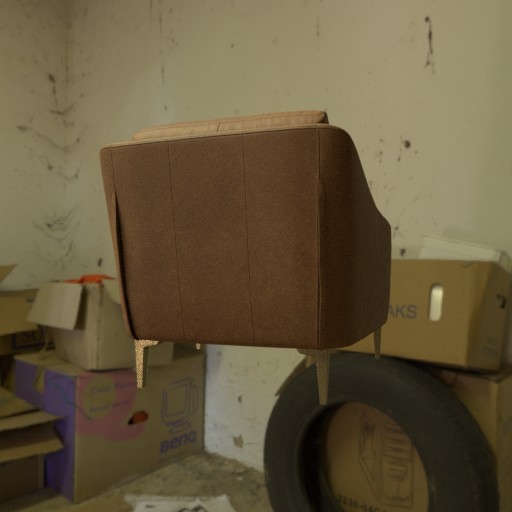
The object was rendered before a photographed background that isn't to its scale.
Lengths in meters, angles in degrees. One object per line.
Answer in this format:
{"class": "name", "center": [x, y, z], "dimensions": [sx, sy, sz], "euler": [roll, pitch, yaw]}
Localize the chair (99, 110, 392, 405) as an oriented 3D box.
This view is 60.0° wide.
{"class": "chair", "center": [0.000, 0.000, 1.704], "dimensions": [0.988, 0.895, 0.963], "euler": [-1, -2, 18]}
